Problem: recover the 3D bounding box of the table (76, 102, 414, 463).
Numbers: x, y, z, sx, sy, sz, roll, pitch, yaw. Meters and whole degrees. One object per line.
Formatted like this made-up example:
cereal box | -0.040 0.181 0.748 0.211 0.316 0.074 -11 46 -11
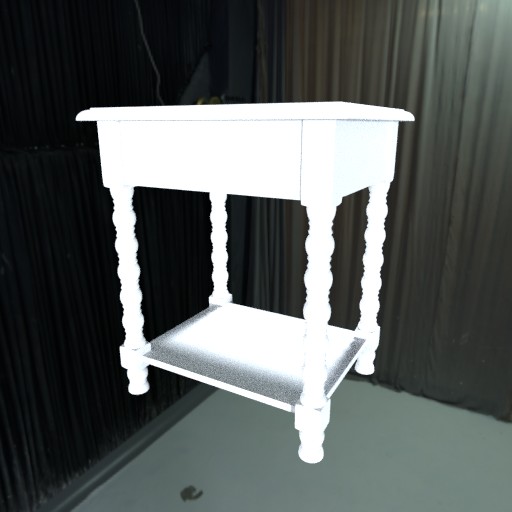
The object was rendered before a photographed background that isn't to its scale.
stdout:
table | 0.000 0.000 0.843 0.460 0.531 0.381 9 19 28
